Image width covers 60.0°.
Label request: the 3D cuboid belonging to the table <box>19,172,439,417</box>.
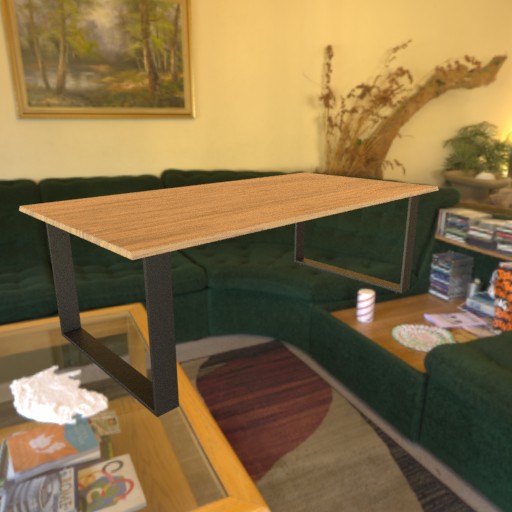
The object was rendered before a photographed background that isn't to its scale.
[{"bbox_3d":[0.000,0.000,1.609,1.331,0.445,0.693,-16,23,-41],"label":"table"}]
